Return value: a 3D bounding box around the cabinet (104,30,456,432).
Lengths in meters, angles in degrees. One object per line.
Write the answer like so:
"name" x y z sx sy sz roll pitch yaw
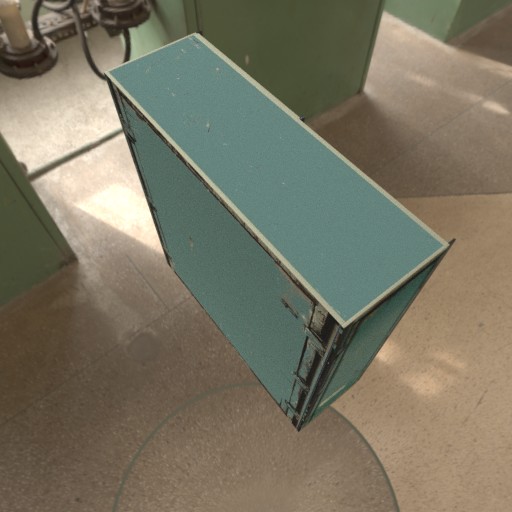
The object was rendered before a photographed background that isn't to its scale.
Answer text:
"cabinet" 0.000 0.000 3.172 0.680 2.160 2.000 -33 64 -19
